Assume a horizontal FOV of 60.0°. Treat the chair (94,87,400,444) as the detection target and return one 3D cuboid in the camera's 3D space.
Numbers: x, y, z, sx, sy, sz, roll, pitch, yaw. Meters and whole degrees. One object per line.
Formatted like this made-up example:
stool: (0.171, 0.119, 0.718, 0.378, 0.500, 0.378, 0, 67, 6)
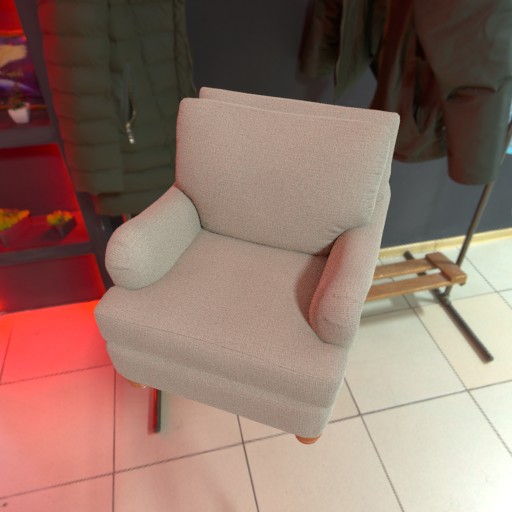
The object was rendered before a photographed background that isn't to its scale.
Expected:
chair: (0.000, 0.000, 1.842, 0.955, 1.038, 1.070, 13, 43, 15)
